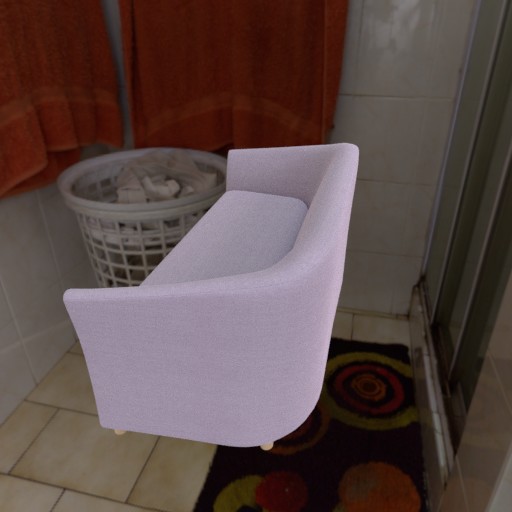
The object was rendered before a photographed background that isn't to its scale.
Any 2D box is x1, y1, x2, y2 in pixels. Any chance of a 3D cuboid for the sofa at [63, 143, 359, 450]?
[{"bbox_3d":[0.000,0.000,1.821,0.705,0.721,1.452,8,30,13],"label":"sofa"}]
